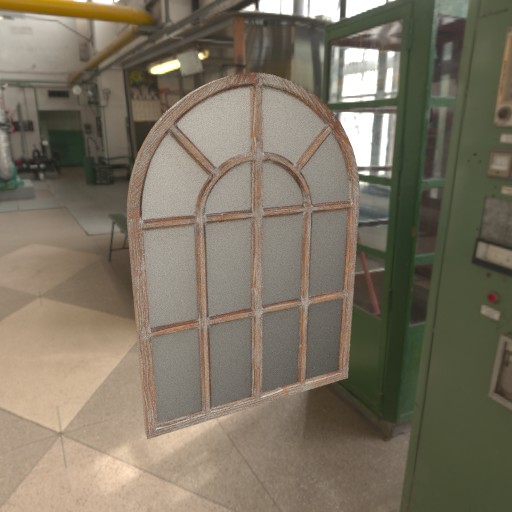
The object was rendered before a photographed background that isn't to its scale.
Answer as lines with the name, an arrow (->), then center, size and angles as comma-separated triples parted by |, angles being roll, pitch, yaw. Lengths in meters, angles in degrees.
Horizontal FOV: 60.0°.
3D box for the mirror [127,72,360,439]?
mirror -> 0.000, 0.000, 1.201 | 0.660, 0.920, 0.032 | -8, 19, -25
